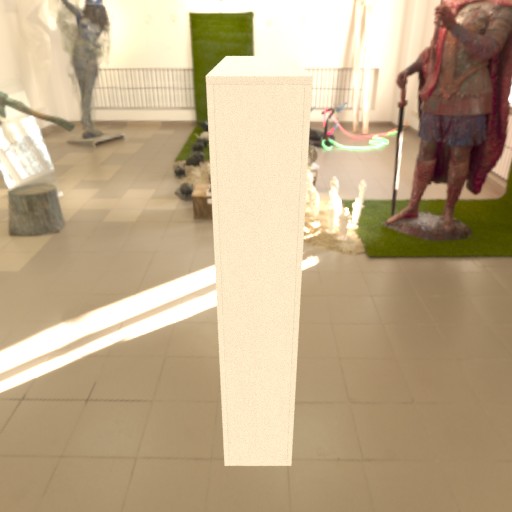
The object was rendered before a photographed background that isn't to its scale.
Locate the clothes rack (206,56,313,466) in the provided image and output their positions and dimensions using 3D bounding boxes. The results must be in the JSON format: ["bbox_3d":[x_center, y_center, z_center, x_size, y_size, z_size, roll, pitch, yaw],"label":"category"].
[{"bbox_3d":[0.000,0.000,1.603,0.250,1.280,0.750,0,27,0],"label":"clothes rack"}]
